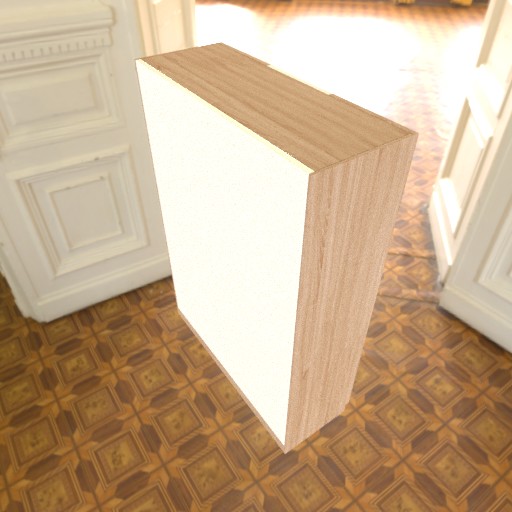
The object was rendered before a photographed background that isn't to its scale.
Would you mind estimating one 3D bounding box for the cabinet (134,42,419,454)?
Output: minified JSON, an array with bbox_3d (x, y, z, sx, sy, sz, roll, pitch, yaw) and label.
[{"bbox_3d":[0.000,0.000,2.818,0.590,2.120,1.500,-25,47,-26],"label":"cabinet"}]
